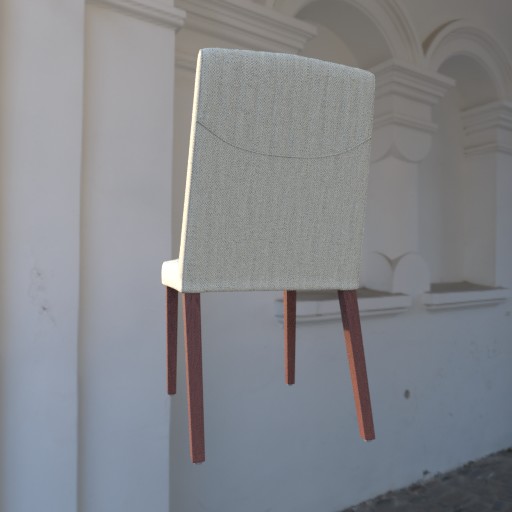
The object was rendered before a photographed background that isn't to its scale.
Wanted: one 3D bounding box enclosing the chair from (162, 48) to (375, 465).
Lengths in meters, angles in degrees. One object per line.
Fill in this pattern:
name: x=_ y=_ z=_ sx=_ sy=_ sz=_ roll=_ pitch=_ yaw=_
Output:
chair: x=0.000 y=0.000 z=1.258 sx=0.480 sy=0.900 sz=0.594 roll=0 pitch=-1 yaw=-17
